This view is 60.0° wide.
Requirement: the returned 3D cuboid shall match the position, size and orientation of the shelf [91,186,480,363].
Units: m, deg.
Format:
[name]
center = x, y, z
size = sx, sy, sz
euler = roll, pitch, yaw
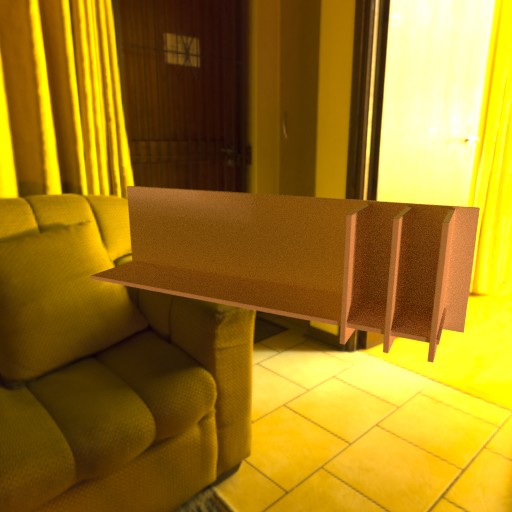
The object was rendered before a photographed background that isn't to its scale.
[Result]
[shelf]
center = 0.000, 0.000, 1.163
size = 1.020, 0.300, 0.200
euler = 7, 17, 26
